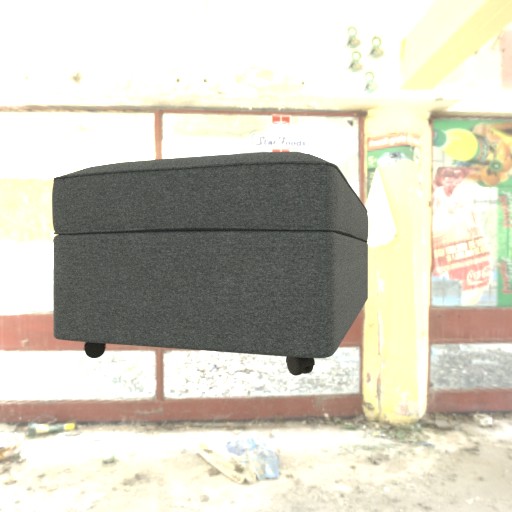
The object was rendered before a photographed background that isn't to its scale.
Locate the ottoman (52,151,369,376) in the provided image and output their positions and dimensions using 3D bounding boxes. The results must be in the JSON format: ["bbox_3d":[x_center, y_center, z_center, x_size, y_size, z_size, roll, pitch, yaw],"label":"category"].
[{"bbox_3d":[0.000,0.000,1.504,0.681,0.494,1.173,0,1,18],"label":"ottoman"}]
